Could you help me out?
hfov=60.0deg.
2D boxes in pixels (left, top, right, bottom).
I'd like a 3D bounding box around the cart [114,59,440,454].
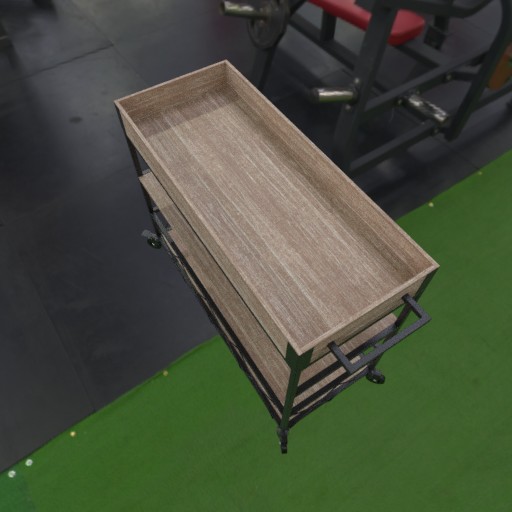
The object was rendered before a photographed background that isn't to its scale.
[{"bbox_3d":[0.000,0.000,1.504,0.500,0.787,1.101,-28,61,-17],"label":"cart"}]
